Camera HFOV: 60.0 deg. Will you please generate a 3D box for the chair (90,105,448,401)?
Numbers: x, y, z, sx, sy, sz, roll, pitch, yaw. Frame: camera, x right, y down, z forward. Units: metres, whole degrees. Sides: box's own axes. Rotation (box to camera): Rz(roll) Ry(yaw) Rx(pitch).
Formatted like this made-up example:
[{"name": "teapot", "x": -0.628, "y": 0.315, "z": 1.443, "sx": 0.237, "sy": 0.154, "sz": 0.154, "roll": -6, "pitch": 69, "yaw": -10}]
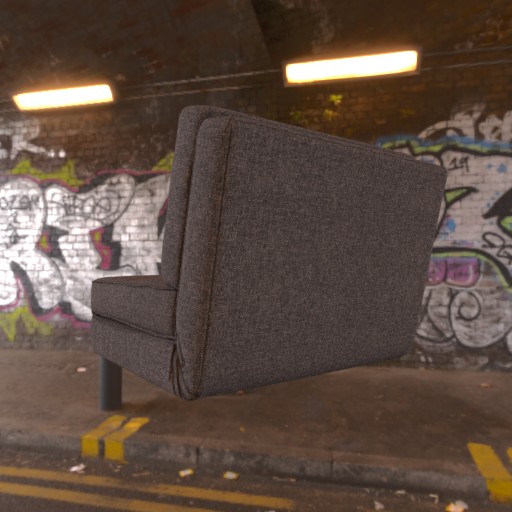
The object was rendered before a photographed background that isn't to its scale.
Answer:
[{"name": "chair", "x": 0.000, "y": 0.000, "z": 1.299, "sx": 0.740, "sy": 0.615, "sz": 0.800, "roll": 1, "pitch": -1, "yaw": -37}]
